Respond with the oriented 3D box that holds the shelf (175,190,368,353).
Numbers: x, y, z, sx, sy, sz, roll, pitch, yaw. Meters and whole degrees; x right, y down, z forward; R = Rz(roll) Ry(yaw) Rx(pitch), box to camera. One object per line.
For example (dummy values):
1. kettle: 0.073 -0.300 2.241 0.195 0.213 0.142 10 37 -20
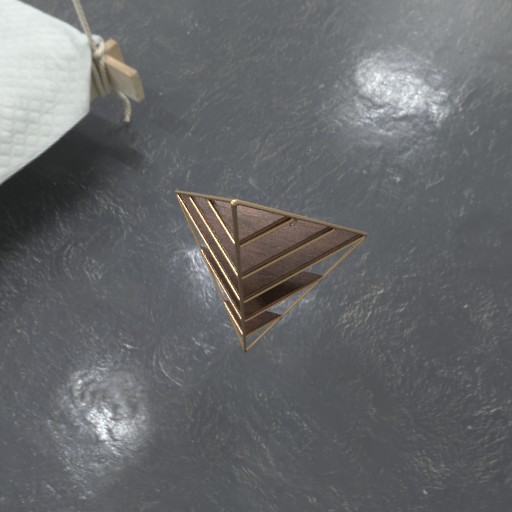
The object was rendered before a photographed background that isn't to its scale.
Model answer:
1. shelf: 0.000 0.000 1.195 0.564 0.913 0.294 13 63 7
